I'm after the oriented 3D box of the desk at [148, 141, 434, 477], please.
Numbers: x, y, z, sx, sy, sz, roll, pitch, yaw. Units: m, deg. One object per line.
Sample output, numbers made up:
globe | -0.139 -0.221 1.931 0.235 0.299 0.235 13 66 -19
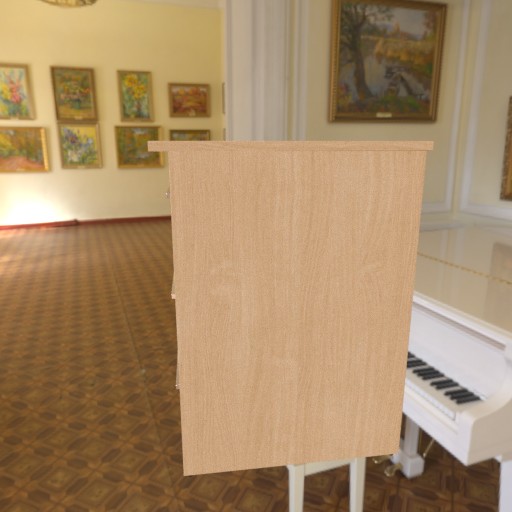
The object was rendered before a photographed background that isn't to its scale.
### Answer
desk | 0.000 0.000 1.465 0.560 0.735 1.097 -2 15 -8
